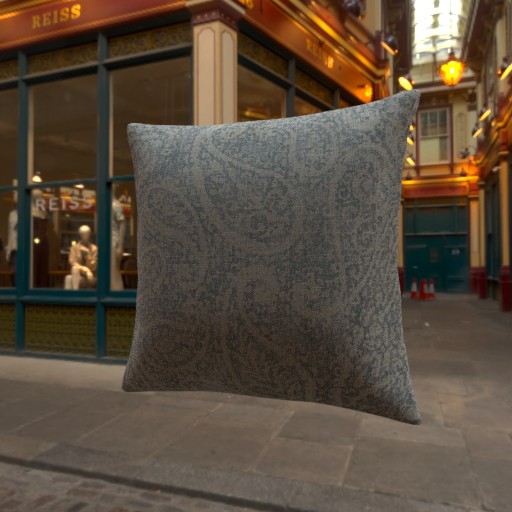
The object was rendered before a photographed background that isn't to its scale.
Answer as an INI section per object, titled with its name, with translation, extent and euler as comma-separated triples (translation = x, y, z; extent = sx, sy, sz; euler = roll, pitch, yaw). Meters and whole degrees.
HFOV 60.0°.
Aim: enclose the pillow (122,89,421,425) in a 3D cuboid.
[pillow]
translation = 0.000, 0.000, 0.754
extent = 0.526, 0.507, 0.166
euler = 0, -1, 19
